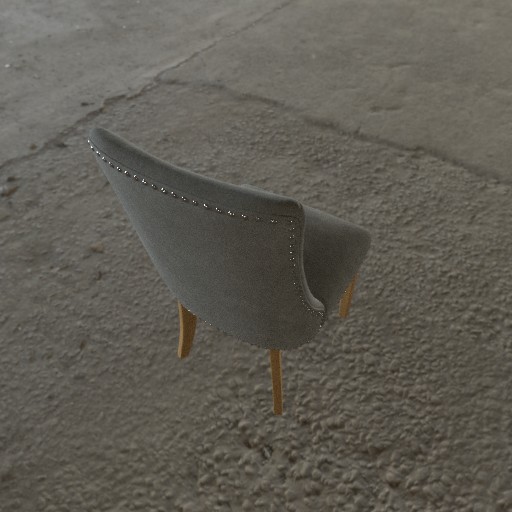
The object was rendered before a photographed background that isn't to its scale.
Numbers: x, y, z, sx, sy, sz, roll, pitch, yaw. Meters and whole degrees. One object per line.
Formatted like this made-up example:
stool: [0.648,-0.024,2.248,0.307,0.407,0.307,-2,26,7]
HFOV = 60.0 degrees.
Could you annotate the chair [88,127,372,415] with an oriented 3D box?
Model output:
chair: [0.000,0.000,1.248,0.495,0.902,0.610,24,50,22]
